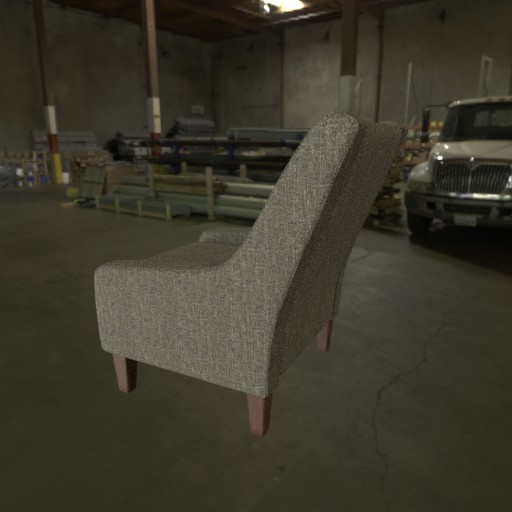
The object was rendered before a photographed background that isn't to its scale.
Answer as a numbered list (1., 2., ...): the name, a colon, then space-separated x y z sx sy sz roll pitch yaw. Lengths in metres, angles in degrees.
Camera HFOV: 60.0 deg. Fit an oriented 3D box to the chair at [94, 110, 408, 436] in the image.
1. chair: 0.000 0.000 1.712 0.944 1.012 0.793 7 17 26
